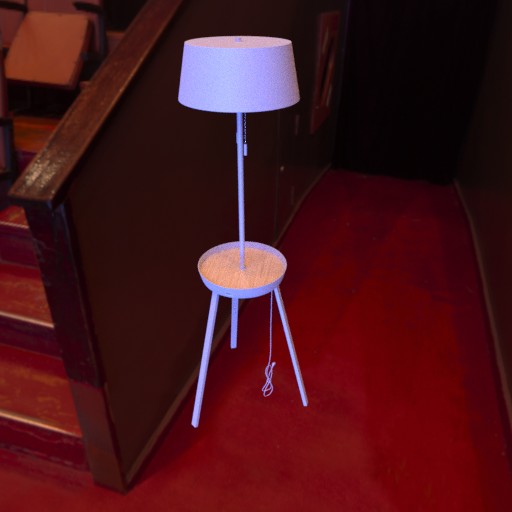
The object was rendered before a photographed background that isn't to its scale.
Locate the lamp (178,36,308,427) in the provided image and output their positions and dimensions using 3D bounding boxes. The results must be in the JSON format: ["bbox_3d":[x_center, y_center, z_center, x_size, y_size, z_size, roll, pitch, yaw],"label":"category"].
[{"bbox_3d":[0.000,0.000,1.613,0.468,1.429,0.508,9,33,14],"label":"lamp"}]
